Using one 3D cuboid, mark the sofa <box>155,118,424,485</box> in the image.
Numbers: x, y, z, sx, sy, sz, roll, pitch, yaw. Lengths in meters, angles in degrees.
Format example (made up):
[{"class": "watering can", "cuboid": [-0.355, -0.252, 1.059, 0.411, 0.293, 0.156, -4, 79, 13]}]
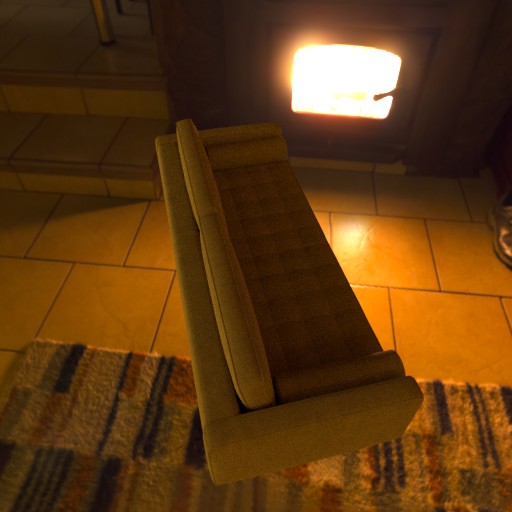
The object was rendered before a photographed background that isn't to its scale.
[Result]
[{"class": "sofa", "cuboid": [0.000, 0.000, 2.558, 0.919, 0.770, 2.200, -10, 48, -9]}]
